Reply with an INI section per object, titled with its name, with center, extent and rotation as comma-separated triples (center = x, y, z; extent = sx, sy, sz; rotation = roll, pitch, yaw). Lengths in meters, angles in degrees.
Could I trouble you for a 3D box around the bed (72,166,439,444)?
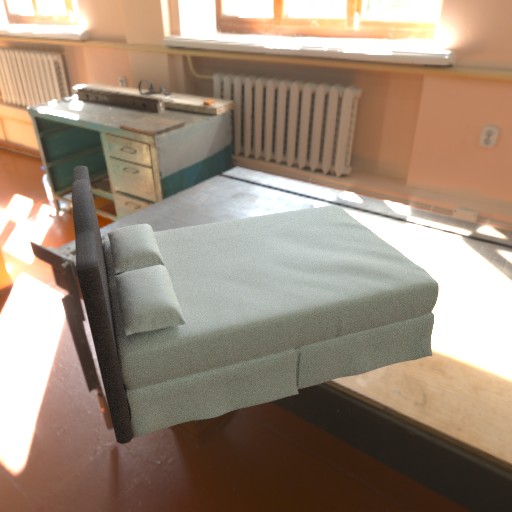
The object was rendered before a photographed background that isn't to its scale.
[bed]
center = 0.000, 0.000, 3.553
extent = 2.507, 1.441, 1.741
rotation = -10, 31, -17
